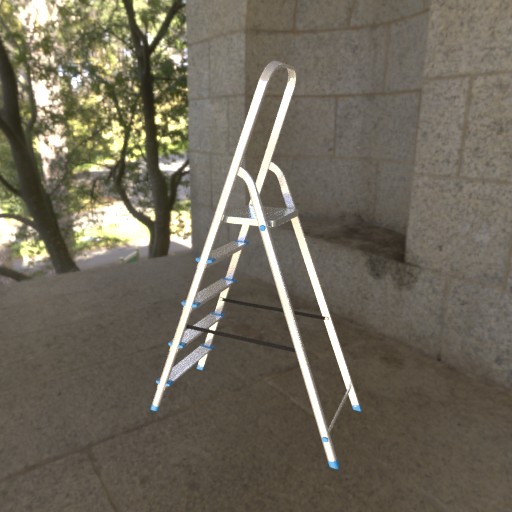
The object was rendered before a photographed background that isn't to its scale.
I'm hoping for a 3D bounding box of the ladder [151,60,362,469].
[{"bbox_3d":[0.000,0.000,2.060,0.990,1.648,0.468,7,18,24],"label":"ladder"}]
